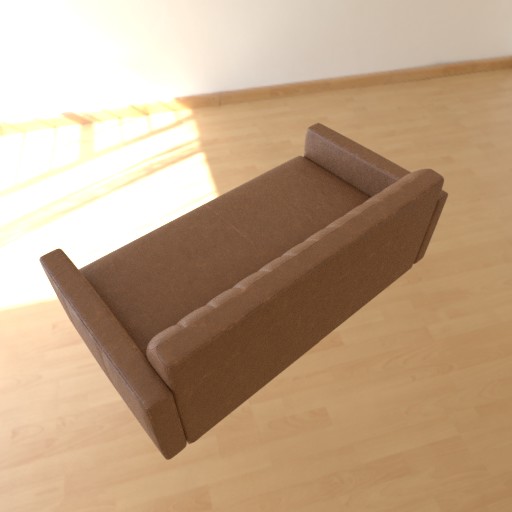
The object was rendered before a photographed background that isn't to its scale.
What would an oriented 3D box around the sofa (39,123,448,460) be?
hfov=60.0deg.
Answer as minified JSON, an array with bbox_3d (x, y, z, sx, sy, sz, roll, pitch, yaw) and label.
[{"bbox_3d":[0.000,0.000,2.336,1.847,0.821,0.993,-32,54,-27],"label":"sofa"}]
